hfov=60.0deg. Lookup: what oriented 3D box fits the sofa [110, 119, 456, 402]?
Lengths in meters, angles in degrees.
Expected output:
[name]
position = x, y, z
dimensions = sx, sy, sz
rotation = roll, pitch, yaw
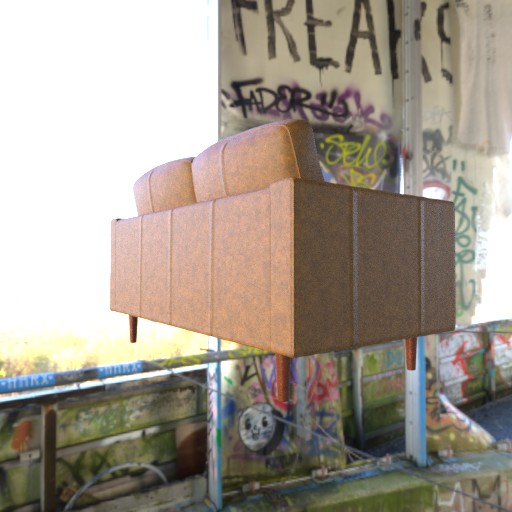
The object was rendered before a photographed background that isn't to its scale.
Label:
[sofa]
position = 0.000, 0.000, 2.163
dimensions = 0.909, 0.951, 1.578
rotation = 1, -1, -37
